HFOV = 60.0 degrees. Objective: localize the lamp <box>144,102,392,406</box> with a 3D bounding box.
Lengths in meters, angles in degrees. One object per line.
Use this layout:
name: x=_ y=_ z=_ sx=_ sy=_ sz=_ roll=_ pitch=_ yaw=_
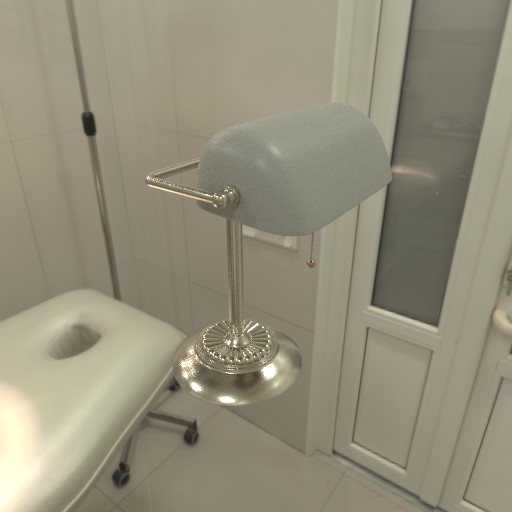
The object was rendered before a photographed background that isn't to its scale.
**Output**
lamp: x=0.000 y=0.000 z=0.525 sx=0.243 sy=0.339 sz=0.264 roll=18 pitch=32 yaw=32
